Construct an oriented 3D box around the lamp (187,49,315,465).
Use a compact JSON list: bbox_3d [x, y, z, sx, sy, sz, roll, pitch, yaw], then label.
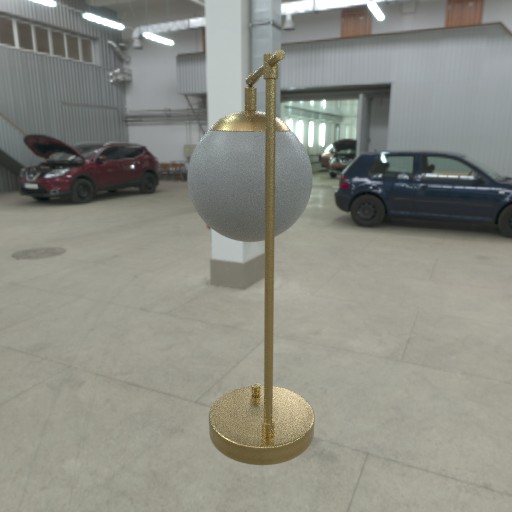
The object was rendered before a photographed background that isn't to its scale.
[{"bbox_3d":[0.000,0.000,0.710,0.207,0.559,0.324,-2,14,-9],"label":"lamp"}]
